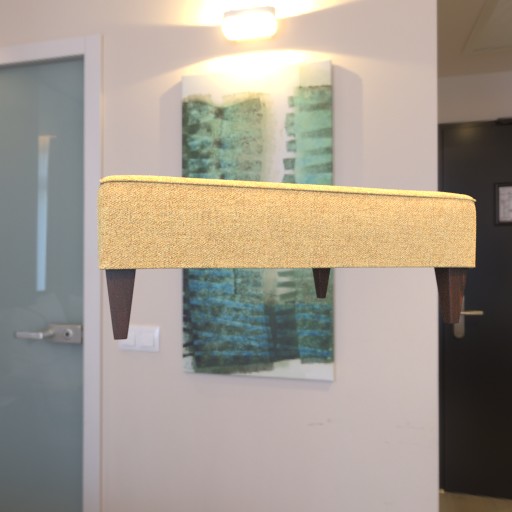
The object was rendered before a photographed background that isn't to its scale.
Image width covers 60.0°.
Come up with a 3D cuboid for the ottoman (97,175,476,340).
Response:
[{"bbox_3d":[0.000,0.000,1.519,0.981,0.378,0.970,0,-1,-16],"label":"ottoman"}]
